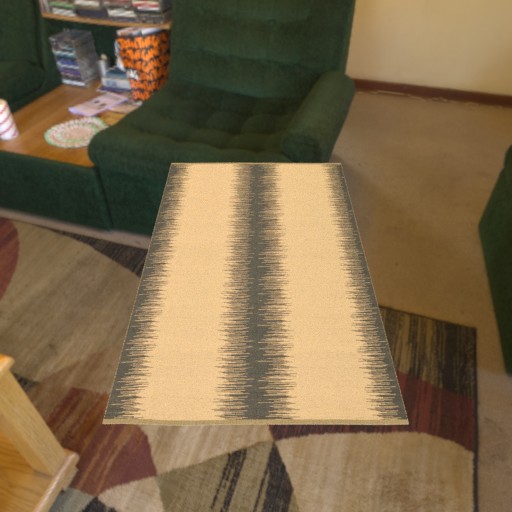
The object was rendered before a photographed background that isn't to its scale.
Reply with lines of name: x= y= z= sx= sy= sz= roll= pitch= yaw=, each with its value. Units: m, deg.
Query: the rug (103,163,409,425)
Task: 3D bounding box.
rug: x=0.000 y=0.000 z=3.085 sx=1.519 sy=0.003 sz=2.453 roll=0 pitch=43 yaw=0
